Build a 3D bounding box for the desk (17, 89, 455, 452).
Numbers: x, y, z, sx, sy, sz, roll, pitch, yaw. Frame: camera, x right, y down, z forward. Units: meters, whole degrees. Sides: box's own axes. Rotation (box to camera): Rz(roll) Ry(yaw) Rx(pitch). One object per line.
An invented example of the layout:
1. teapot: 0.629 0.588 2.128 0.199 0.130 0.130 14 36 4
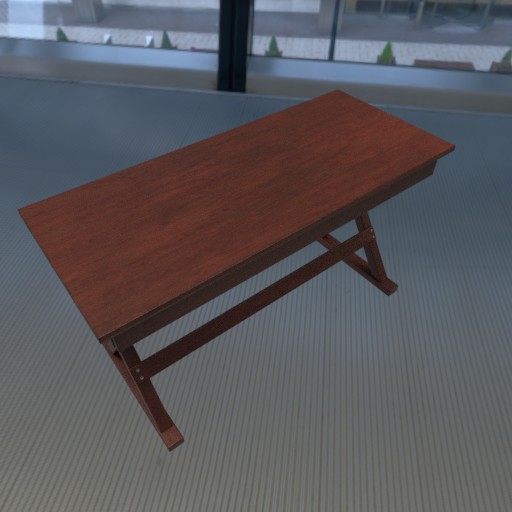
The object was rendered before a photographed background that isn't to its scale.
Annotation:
1. desk: 0.000 0.000 1.743 1.372 0.761 0.600 -29 51 -26
